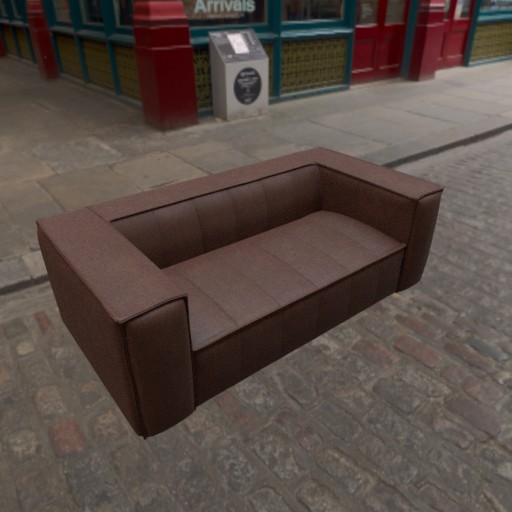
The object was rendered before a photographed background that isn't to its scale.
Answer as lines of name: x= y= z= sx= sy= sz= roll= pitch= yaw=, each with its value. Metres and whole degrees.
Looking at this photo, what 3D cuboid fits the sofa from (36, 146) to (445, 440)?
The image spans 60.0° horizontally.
sofa: x=0.000 y=0.000 z=2.595 sx=2.088 sy=0.703 sz=1.102 roll=-22 pitch=37 yaw=-32
